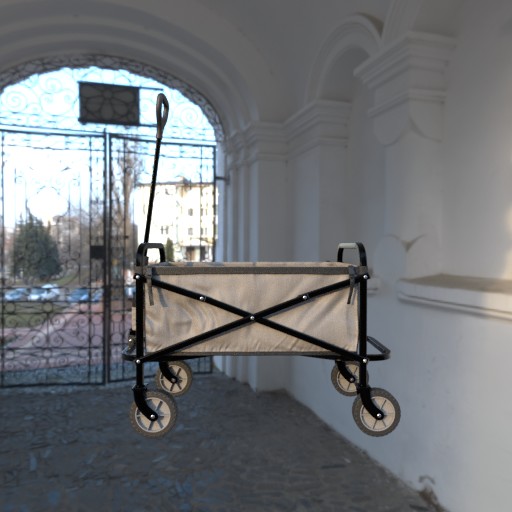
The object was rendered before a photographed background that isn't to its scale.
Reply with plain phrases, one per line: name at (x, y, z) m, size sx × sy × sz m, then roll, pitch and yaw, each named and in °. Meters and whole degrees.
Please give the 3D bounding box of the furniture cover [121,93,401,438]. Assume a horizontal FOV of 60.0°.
furniture cover at (0.000, 0.000, 1.809) m, size 1.038 × 1.295 × 0.532 m, roll 0°, pitch 1°, yaw -1°
